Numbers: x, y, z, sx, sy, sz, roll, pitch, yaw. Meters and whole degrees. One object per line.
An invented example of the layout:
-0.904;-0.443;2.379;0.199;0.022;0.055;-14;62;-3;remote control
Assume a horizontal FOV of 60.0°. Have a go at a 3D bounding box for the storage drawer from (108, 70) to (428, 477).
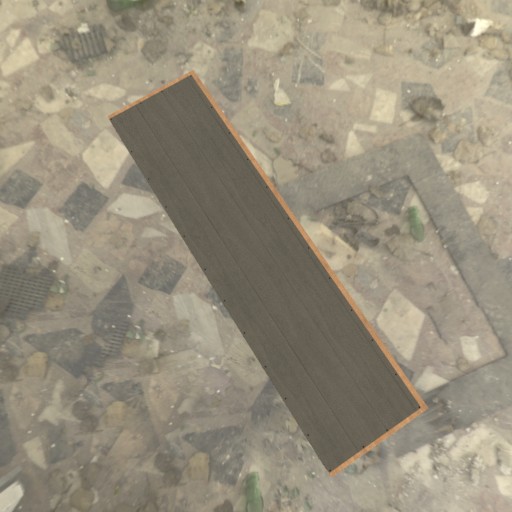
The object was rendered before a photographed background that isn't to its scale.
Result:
0.000;0.000;2.250;0.538;0.264;2.032;-32;78;-8;storage drawer
